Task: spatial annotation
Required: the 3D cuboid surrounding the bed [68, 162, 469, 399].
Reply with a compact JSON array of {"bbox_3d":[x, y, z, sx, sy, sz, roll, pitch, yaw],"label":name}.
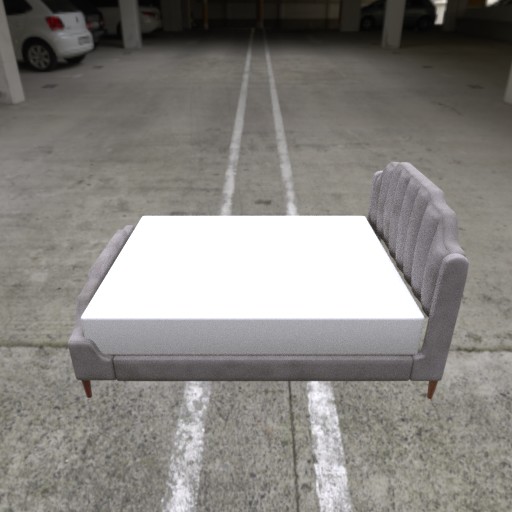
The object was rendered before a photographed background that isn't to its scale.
[{"bbox_3d":[0.000,0.000,3.321,2.340,1.245,1.676,0,27,0],"label":"bed"}]
